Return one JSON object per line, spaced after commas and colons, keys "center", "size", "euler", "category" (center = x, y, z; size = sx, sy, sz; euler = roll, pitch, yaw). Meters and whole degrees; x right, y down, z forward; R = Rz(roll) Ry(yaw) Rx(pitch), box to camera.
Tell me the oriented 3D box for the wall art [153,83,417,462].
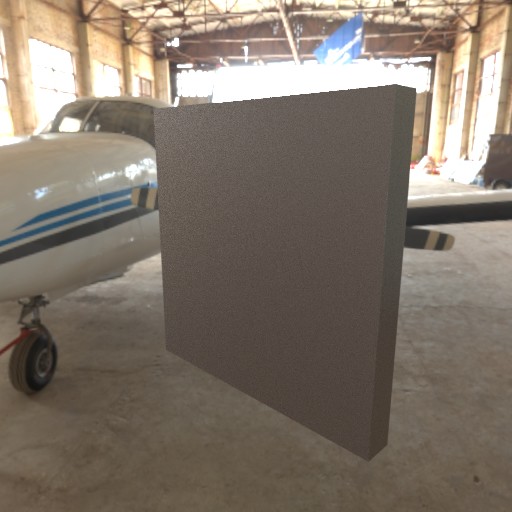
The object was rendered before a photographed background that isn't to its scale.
{"center": [0.000, 0.000, 0.526], "size": [0.350, 0.350, 0.038], "euler": [14, 19, 43], "category": "wall art"}
